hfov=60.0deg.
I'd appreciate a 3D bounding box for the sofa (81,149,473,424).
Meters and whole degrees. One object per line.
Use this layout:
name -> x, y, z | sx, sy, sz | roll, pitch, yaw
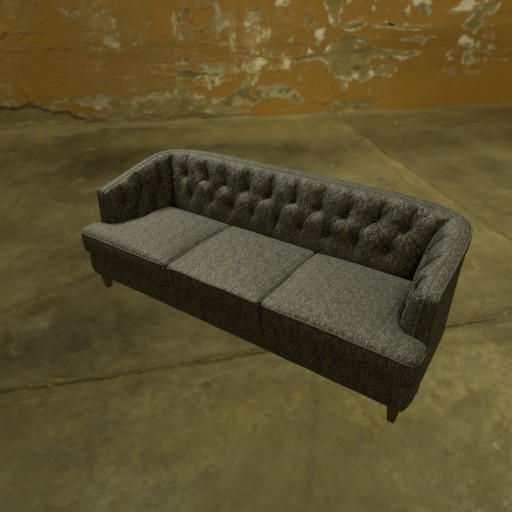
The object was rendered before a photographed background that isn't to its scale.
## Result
sofa -> 0.000, 0.000, 2.748 | 2.278, 0.855, 0.941 | 19, 35, 29
